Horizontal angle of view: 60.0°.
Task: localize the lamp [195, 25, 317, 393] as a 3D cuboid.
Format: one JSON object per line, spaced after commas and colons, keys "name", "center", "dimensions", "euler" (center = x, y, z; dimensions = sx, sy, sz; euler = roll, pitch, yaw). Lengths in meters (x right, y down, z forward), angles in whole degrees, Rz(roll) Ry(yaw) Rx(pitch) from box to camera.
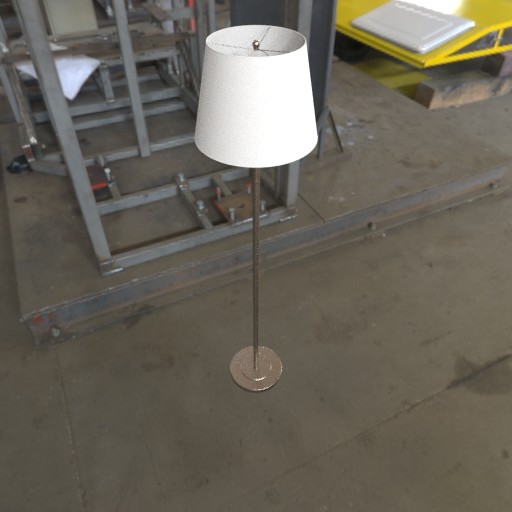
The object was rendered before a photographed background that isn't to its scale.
{"name": "lamp", "center": [0.000, 0.000, 1.610], "dimensions": [0.355, 1.473, 0.355], "euler": [0, 43, 0]}
